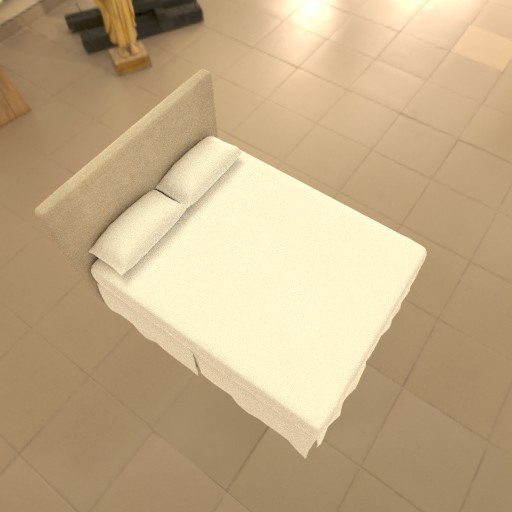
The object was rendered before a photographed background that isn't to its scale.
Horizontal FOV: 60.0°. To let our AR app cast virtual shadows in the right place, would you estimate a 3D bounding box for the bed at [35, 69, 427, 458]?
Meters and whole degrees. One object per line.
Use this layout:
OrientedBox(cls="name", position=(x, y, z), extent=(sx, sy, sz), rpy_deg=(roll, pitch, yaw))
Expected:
OrientedBox(cls="bed", position=(0.000, 0.000, 3.257), extent=(2.162, 1.330, 1.713), rpy_deg=(31, 64, 17))
